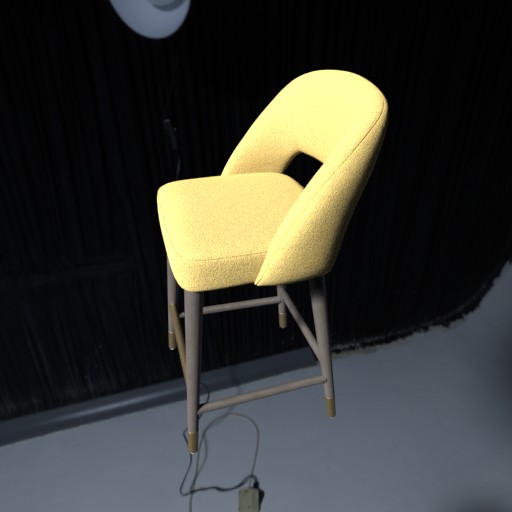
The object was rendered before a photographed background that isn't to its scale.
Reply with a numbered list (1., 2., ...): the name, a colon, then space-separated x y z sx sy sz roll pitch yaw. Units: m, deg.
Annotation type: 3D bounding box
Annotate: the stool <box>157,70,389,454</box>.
1. stool: 0.000 0.000 1.243 0.522 0.939 0.536 -9 32 -14
